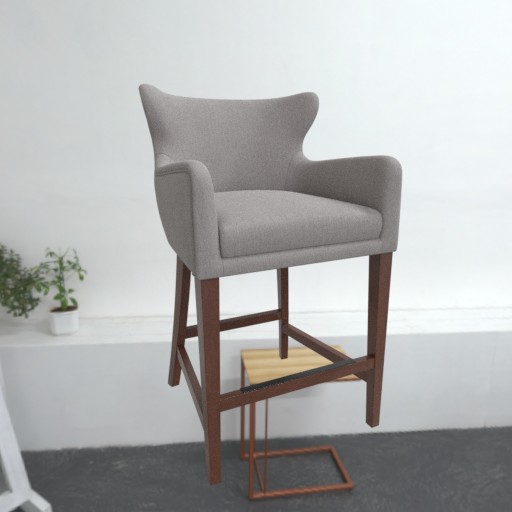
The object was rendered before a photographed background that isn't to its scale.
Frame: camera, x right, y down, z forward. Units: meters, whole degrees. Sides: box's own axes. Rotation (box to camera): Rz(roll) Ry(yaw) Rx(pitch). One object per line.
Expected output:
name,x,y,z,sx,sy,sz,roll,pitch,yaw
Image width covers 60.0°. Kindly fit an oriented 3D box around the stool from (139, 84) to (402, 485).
stool,0.000,0.000,1.303,0.575,0.951,0.575,-7,17,-25
